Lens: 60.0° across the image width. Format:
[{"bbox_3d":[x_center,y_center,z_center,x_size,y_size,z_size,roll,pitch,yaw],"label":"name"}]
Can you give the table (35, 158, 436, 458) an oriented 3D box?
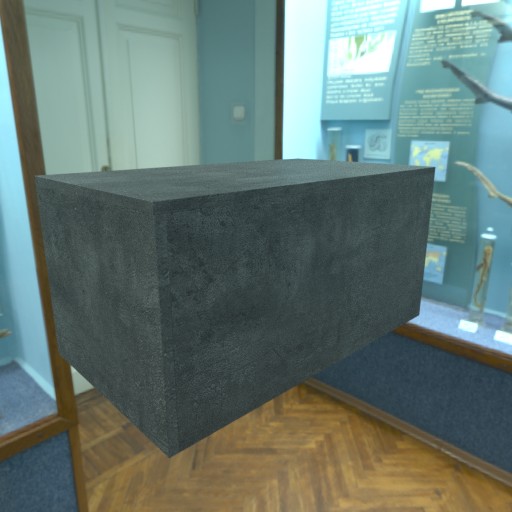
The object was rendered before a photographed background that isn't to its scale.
[{"bbox_3d":[0.000,0.000,0.923,0.700,0.350,0.400,-15,22,-41],"label":"table"}]
